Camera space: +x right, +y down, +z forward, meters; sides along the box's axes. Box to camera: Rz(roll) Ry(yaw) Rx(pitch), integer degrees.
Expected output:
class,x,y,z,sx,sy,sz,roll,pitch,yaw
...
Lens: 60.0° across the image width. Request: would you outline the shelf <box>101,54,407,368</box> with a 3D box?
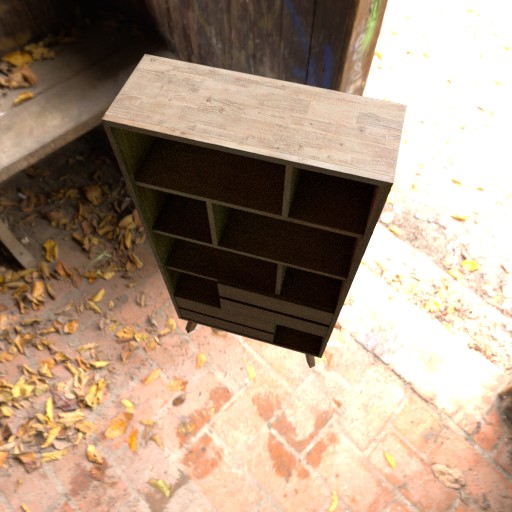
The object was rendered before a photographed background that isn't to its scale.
class,x,y,z,sx,sy,sz,roll,pitch,yaw
shelf,0.000,0.000,1.785,0.748,1.471,0.308,14,61,8
